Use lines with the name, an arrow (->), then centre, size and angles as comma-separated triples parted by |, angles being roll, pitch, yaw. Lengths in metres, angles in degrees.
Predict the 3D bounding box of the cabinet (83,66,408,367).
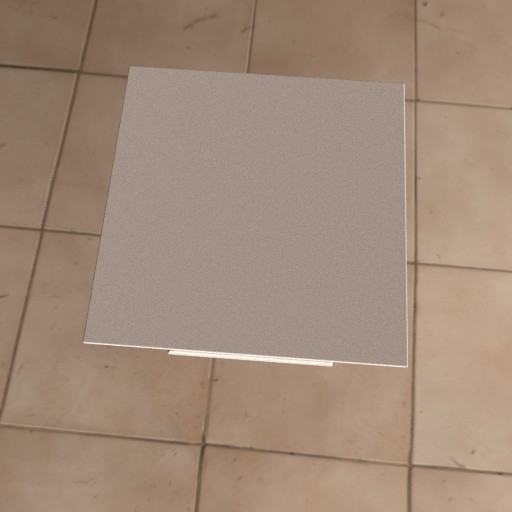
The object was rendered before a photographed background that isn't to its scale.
cabinet -> 0.000, 0.000, 1.184 | 0.547, 0.775, 0.544 | 4, 75, 1
